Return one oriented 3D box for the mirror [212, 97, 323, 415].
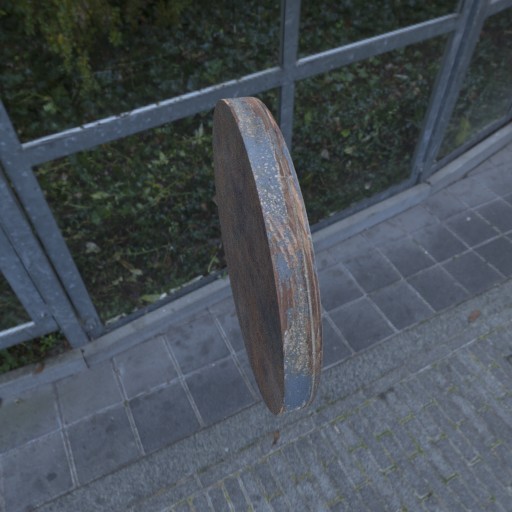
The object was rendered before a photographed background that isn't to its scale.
[{"bbox_3d":[0.000,0.000,0.864,0.061,0.585,0.585,-10,47,-10],"label":"mirror"}]
